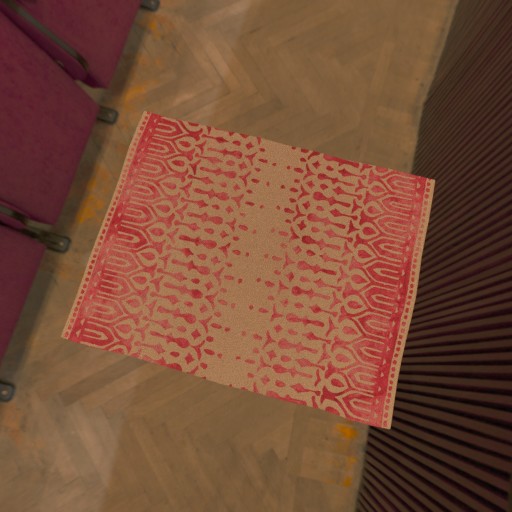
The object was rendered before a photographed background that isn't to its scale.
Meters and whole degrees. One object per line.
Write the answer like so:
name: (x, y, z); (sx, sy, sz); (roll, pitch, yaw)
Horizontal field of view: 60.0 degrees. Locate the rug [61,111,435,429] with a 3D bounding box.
rug: (0.000, 0.000, 4.246); (3.095, 0.016, 2.441); (15, 76, 4)
